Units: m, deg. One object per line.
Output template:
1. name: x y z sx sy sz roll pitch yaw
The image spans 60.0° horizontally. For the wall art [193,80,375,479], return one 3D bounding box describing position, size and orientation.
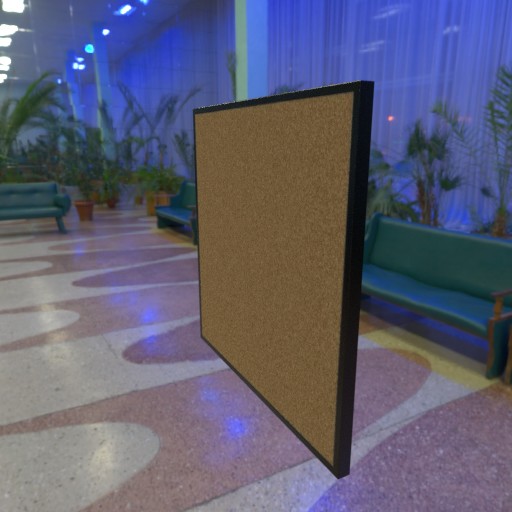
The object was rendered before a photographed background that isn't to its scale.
1. wall art: 0.000 0.000 0.521 0.014 0.349 0.349 -8 17 -27
